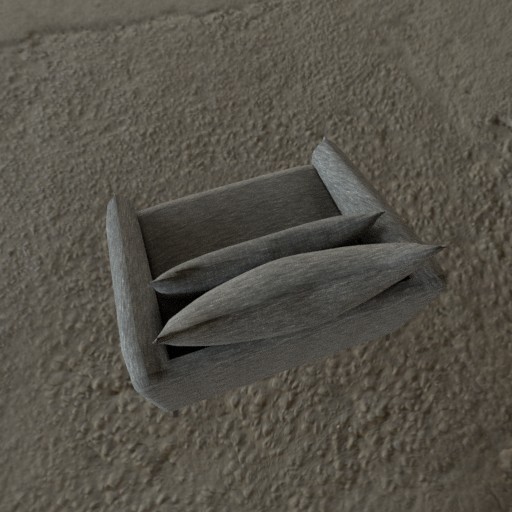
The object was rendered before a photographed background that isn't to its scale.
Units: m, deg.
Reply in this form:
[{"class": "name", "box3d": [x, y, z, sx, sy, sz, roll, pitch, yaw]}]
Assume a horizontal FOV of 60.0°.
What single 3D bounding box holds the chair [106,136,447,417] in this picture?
[{"class": "chair", "box3d": [0.000, 0.000, 1.595, 1.004, 0.842, 0.805, -17, 61, -10]}]
